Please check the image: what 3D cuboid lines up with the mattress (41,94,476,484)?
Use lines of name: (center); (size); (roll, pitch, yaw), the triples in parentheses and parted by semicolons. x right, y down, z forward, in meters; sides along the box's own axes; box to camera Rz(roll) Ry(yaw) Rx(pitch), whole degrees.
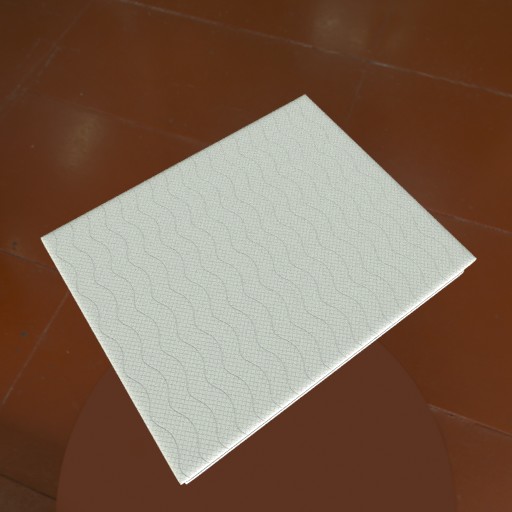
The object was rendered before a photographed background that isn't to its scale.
mattress: (0.000, 0.000, 2.683); (2.000, 0.230, 1.600); (-33, 68, -15)
